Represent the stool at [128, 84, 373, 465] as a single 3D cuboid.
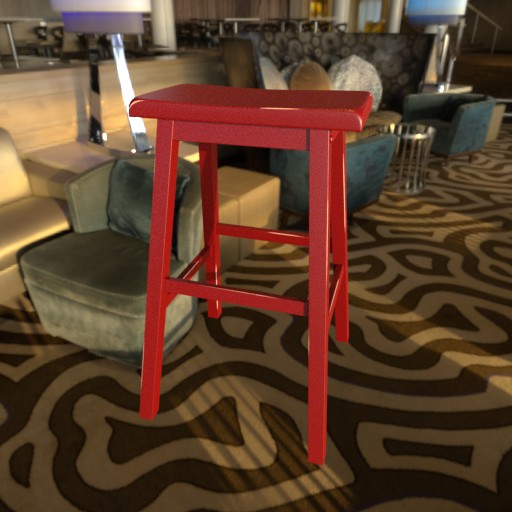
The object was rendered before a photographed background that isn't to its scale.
[{"bbox_3d":[0.000,0.000,1.065,0.457,0.737,0.476,8,29,15],"label":"stool"}]
